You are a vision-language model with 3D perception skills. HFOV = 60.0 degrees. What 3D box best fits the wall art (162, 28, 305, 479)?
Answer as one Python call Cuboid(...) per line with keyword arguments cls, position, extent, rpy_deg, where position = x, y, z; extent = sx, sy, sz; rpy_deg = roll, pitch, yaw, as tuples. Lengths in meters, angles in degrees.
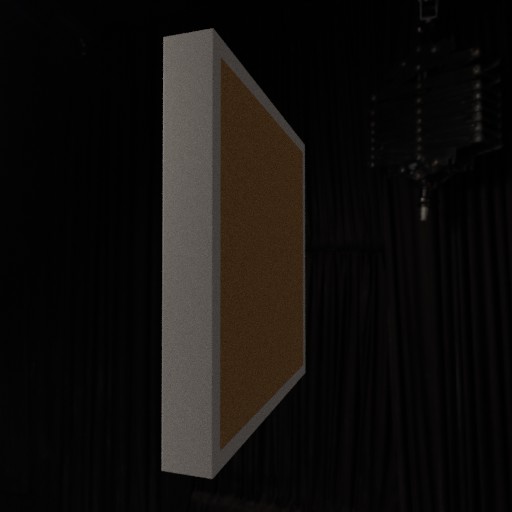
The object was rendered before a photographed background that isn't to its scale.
Cuboid(cls="wall art", position=(0.000, 0.000, 0.447), extent=(0.038, 0.302, 0.305), rpy_deg=(0, -1, 18))
